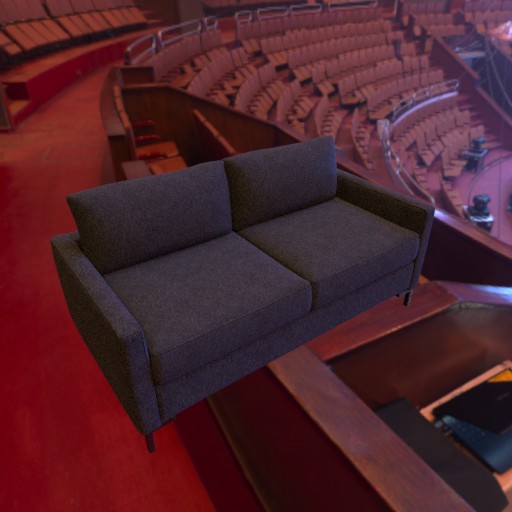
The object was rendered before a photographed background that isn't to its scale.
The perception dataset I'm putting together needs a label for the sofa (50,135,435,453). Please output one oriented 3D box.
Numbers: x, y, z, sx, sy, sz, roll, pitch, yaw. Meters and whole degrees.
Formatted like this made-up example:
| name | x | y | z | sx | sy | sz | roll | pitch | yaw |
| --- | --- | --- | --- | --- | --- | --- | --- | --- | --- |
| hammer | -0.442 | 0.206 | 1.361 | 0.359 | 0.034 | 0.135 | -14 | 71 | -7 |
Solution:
| name | x | y | z | sx | sy | sz | roll | pitch | yaw |
| --- | --- | --- | --- | --- | --- | --- | --- | --- | --- |
| sofa | 0.000 | 0.000 | 2.224 | 1.716 | 0.862 | 0.866 | -21 | 37 | -30 |
